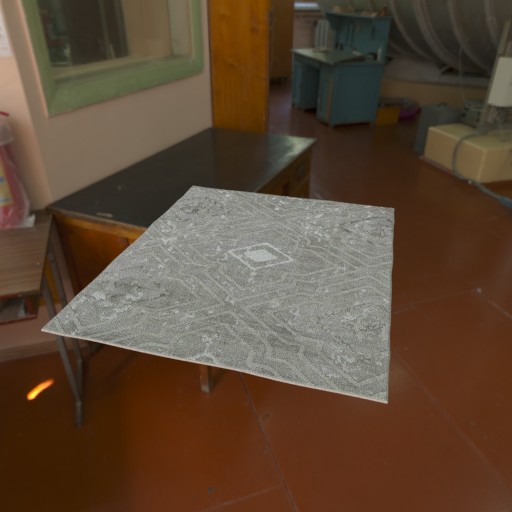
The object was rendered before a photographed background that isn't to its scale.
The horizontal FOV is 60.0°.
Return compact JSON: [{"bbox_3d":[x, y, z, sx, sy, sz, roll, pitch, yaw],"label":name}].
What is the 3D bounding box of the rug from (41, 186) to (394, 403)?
[{"bbox_3d":[0.000,0.000,0.919,0.548,0.006,0.639,8,32,13],"label":"rug"}]
